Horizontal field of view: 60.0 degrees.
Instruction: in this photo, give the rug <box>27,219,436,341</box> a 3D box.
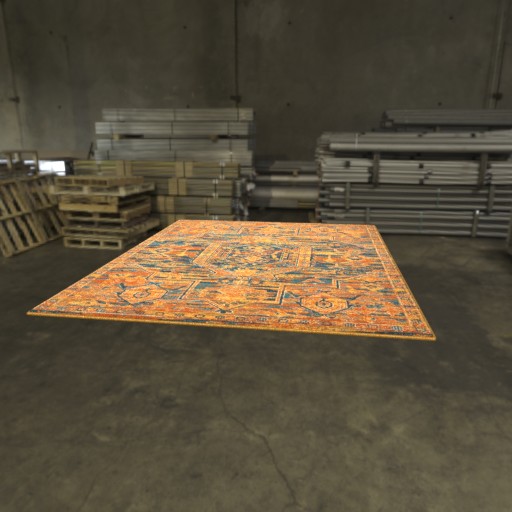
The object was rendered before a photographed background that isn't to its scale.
[{"bbox_3d":[0.000,0.000,4.022,2.435,0.031,3.040,2,16,8],"label":"rug"}]
